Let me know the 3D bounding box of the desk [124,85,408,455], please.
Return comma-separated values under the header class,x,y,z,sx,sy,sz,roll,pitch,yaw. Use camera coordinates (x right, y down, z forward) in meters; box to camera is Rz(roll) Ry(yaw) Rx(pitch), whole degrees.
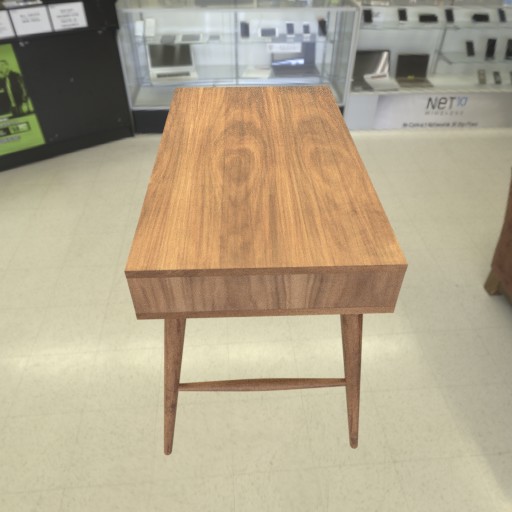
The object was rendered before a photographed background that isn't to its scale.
class,x,y,z,sx,sy,sz,roll,pitch,yaw
desk,0.000,0.000,1.450,0.588,0.758,0.949,-1,41,-2
